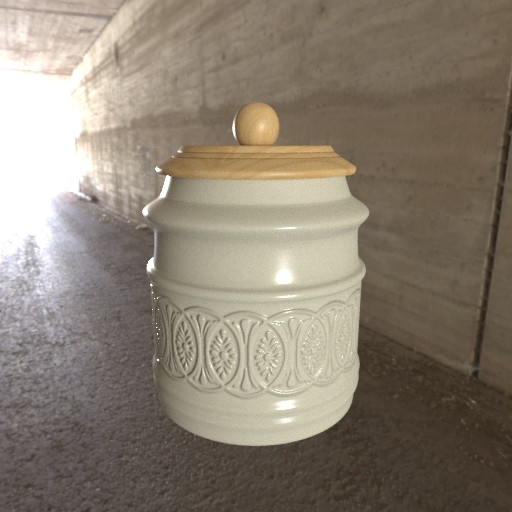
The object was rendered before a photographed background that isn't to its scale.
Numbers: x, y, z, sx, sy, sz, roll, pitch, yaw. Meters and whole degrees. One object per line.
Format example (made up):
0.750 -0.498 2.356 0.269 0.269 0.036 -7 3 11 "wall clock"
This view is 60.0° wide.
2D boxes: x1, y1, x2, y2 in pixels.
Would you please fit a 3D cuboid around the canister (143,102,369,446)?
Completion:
0.000 0.000 0.269 0.130 0.176 0.130 0 14 0 "canister"
